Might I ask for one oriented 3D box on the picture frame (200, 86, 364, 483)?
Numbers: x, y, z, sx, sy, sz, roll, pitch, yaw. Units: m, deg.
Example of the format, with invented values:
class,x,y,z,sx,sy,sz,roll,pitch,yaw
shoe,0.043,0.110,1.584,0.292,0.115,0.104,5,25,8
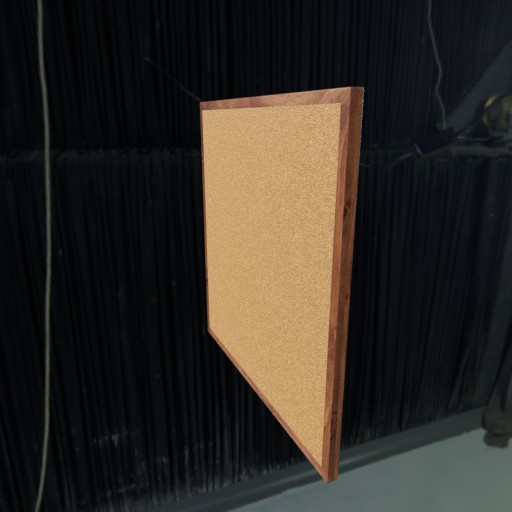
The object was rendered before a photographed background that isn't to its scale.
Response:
class,x,y,z,sx,sy,sz,roll,pitch,yaw
picture frame,0.000,0.000,1.210,0.029,0.817,0.810,-8,19,-24
